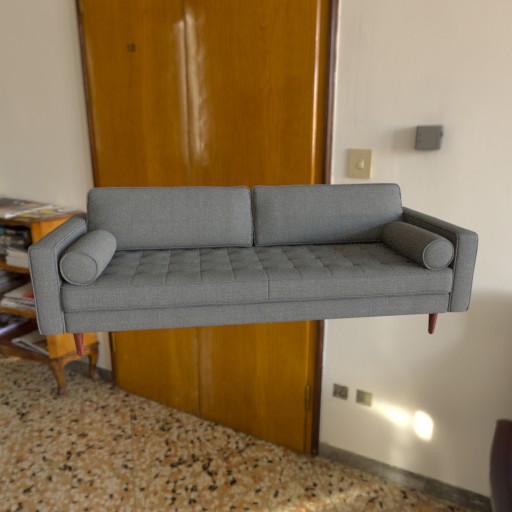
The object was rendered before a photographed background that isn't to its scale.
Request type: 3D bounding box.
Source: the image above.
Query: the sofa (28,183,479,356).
[{"bbox_3d":[0.000,0.000,2.580,2.198,0.762,0.914,-2,16,-7],"label":"sofa"}]
